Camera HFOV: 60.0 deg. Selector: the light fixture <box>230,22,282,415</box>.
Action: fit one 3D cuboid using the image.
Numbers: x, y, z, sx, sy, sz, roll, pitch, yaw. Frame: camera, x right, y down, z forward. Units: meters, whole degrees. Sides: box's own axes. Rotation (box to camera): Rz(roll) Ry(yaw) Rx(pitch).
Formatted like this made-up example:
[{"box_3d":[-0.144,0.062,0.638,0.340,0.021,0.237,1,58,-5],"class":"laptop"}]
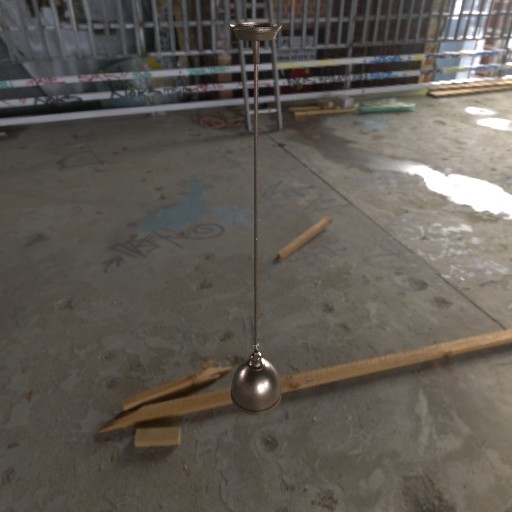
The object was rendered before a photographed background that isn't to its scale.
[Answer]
[{"box_3d":[0.000,0.000,1.474,0.211,1.367,0.217,0,33,0],"class":"light fixture"}]
